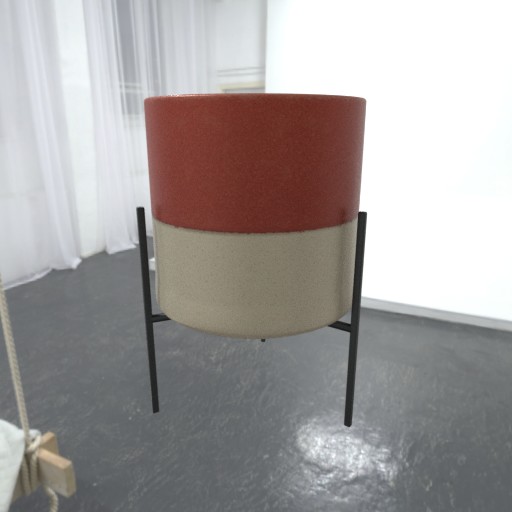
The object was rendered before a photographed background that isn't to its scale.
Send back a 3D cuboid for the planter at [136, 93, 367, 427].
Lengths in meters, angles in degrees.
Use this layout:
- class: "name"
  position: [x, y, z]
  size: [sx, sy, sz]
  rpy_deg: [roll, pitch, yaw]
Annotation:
- class: "planter"
  position: [0.000, 0.000, 0.533]
  size: [0.235, 0.354, 0.251]
  rpy_deg: [2, 17, 6]
